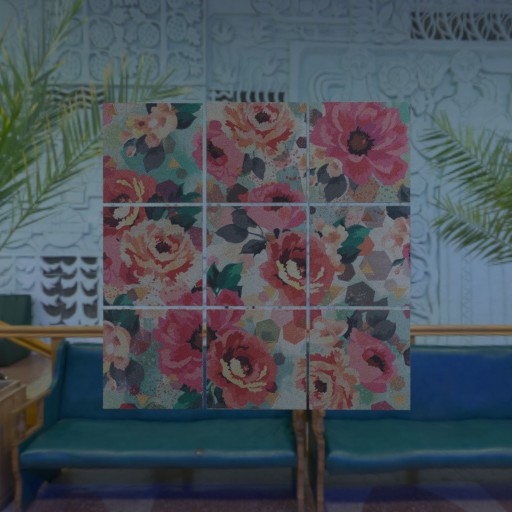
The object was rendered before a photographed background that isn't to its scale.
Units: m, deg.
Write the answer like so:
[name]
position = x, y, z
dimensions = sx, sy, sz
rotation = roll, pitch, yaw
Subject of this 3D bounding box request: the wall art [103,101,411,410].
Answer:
[wall art]
position = 0.000, 0.000, 2.200
dimensions = 1.521, 1.519, 0.013
rotation = 0, 0, 1
